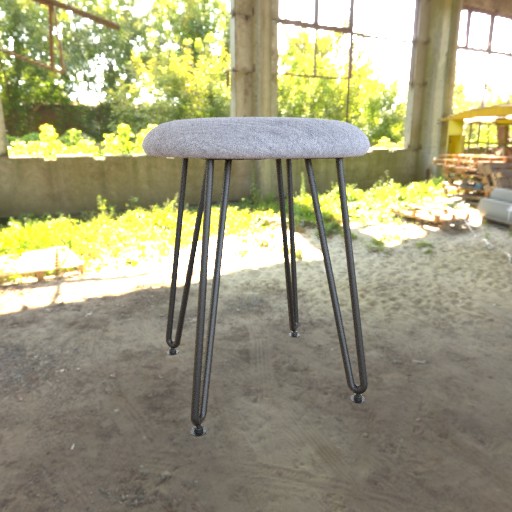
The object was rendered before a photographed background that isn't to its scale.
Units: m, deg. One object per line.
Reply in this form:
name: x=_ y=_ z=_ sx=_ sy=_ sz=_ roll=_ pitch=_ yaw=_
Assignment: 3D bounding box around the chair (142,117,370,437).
chair: x=0.000 y=0.000 z=0.657 sx=0.350 sy=0.386 sz=0.350 roll=7 pitch=16 yaw=26
